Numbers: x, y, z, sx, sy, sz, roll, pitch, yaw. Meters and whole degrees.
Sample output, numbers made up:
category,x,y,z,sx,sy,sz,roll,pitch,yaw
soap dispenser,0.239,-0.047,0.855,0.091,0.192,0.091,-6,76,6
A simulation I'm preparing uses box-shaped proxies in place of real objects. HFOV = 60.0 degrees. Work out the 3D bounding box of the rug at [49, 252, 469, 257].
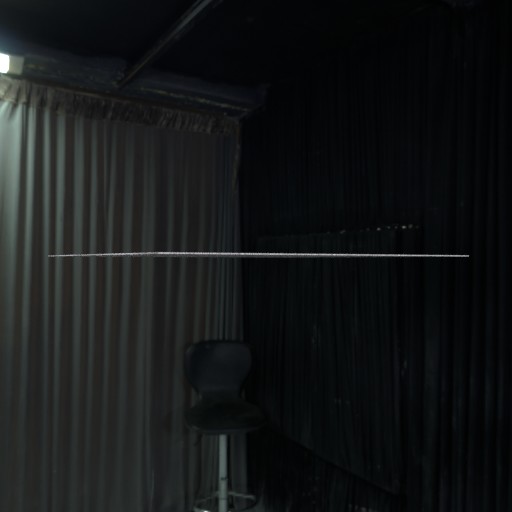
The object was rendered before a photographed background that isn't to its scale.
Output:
category,x,y,z,sx,sy,sz,roll,pitch,yaw
rug,0.000,0.000,4.089,3.035,0.008,2.425,0,-1,-37
